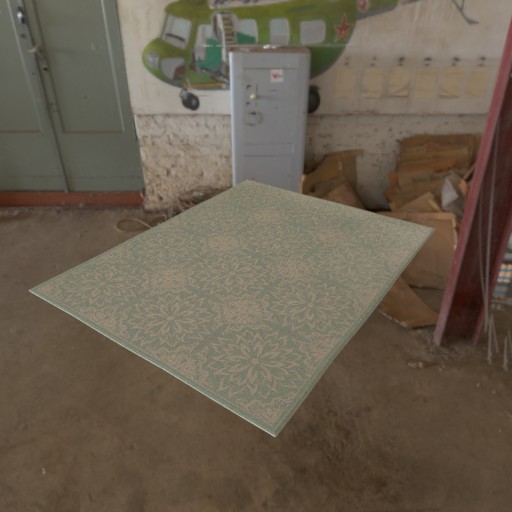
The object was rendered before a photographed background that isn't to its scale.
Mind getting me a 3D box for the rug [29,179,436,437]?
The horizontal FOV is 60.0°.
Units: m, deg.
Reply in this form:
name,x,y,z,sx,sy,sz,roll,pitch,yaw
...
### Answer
name,x,y,z,sx,sy,sz,roll,pitch,yaw
rug,0.000,0.000,4.016,2.363,0.012,2.980,20,36,30
